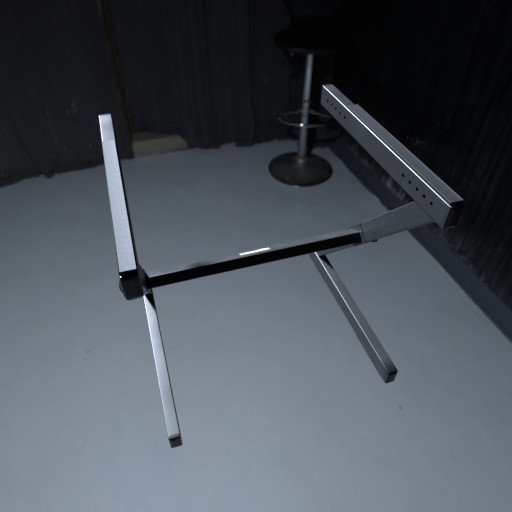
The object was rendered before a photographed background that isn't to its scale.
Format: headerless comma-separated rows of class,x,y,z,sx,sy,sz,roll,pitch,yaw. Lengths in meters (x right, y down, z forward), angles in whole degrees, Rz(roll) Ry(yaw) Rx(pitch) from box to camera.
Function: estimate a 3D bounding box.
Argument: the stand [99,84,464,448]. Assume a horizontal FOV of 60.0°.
stand,0.000,0.000,1.156,0.700,0.617,0.586,-12,45,-13
